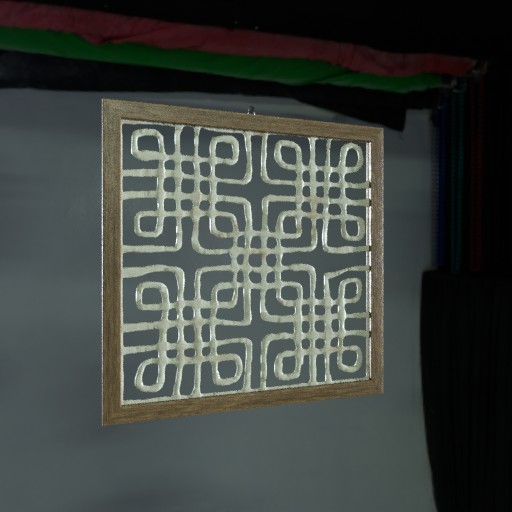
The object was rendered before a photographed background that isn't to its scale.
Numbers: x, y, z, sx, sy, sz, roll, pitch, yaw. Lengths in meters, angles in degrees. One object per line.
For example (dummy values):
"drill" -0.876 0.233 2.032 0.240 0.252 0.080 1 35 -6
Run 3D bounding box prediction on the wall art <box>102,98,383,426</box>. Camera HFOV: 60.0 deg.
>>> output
"wall art" 0.000 0.000 0.856 0.561 0.582 0.021 0 0 -19
